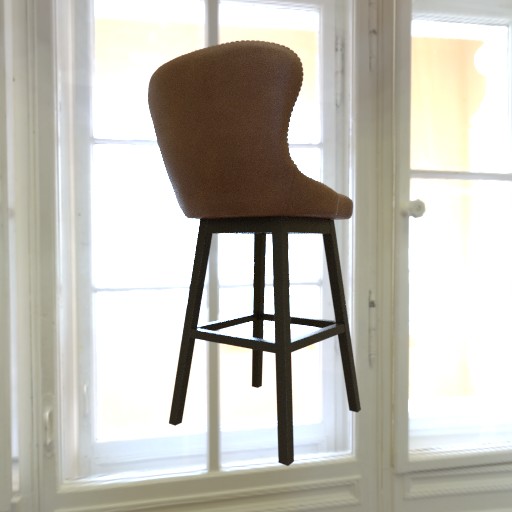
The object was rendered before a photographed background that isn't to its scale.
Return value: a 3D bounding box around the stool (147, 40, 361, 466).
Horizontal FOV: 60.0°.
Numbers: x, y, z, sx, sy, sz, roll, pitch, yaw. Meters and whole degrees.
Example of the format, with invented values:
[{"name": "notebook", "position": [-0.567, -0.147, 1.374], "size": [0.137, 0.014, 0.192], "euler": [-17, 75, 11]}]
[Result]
[{"name": "stool", "position": [0.000, 0.000, 1.368], "size": [0.528, 1.050, 0.601], "euler": [2, 3, 36]}]
